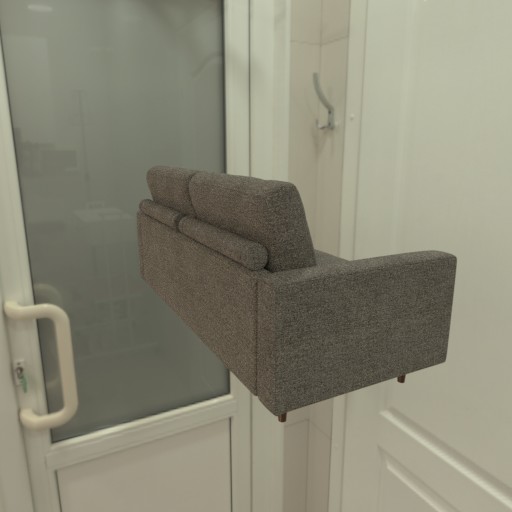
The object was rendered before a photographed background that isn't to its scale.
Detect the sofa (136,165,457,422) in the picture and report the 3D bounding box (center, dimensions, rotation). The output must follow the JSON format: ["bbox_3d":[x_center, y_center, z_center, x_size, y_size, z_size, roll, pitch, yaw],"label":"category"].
[{"bbox_3d":[0.000,0.000,2.349,0.863,0.902,1.821,-7,16,-27],"label":"sofa"}]
